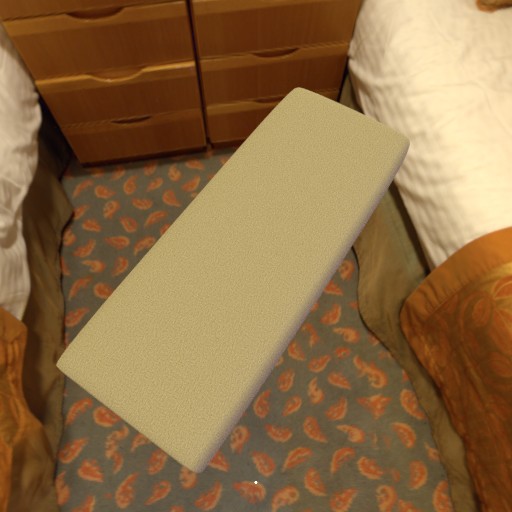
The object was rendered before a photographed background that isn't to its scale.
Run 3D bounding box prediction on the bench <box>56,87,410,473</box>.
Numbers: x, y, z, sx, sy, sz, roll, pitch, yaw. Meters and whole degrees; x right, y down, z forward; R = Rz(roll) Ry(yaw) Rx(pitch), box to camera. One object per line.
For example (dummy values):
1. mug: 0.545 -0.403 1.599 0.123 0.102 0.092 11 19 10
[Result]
1. bench: 0.000 0.000 1.887 0.646 0.393 1.609 31 67 15
